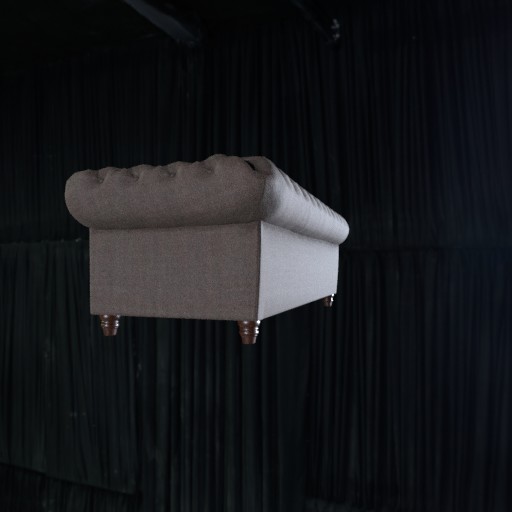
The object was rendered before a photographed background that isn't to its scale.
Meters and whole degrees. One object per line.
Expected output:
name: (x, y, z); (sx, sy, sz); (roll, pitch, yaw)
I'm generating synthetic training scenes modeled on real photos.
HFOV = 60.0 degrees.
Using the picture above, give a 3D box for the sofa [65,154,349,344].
sofa: (0.000, 0.000, 2.858); (0.944, 0.787, 2.385); (-1, -2, 19)
